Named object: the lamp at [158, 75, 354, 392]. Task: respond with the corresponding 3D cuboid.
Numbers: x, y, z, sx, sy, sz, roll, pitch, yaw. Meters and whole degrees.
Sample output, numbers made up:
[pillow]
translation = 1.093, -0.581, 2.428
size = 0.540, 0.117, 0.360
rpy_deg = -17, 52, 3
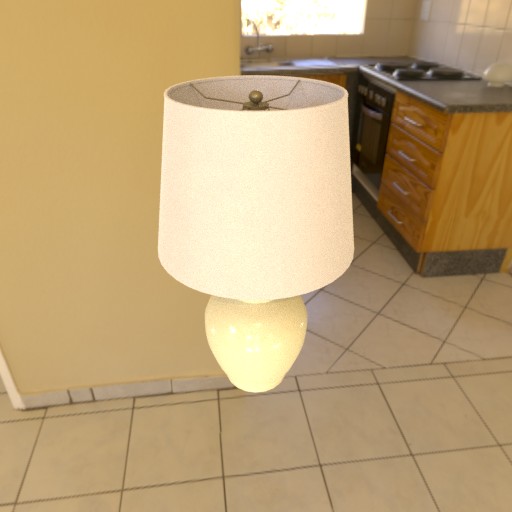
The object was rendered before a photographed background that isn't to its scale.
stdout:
[lamp]
translation = 0.000, 0.000, 0.561
size = 0.239, 0.399, 0.239
rpy_deg = 0, 31, 0
